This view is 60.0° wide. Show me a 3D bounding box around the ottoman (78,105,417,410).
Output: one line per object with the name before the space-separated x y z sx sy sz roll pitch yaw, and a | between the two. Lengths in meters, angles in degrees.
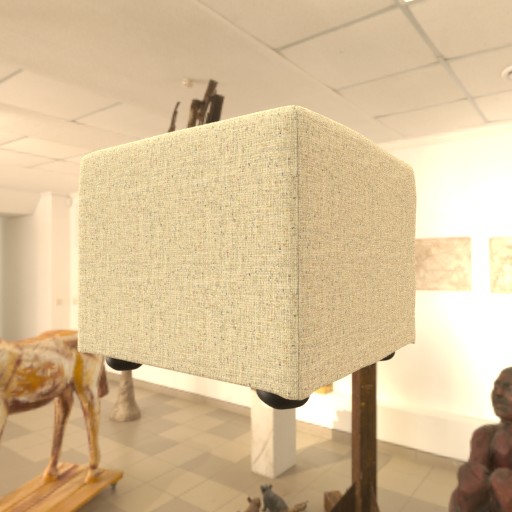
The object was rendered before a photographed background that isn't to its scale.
ottoman | 0.000 0.000 0.923 0.521 0.453 0.512 0 0 36
